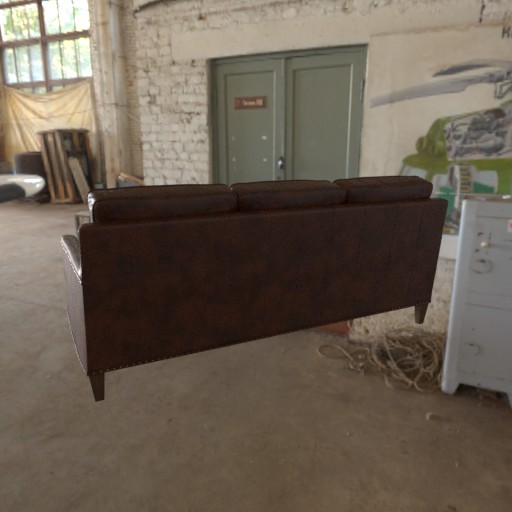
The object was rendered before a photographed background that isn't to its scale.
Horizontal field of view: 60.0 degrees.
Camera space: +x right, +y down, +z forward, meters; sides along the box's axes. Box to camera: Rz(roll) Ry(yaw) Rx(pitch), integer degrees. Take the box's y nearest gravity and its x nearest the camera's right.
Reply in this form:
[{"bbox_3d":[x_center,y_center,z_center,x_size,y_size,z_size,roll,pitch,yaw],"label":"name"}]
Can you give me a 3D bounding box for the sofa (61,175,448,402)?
[{"bbox_3d":[0.000,0.000,2.824,2.240,1.003,1.084,-7,16,-26],"label":"sofa"}]
